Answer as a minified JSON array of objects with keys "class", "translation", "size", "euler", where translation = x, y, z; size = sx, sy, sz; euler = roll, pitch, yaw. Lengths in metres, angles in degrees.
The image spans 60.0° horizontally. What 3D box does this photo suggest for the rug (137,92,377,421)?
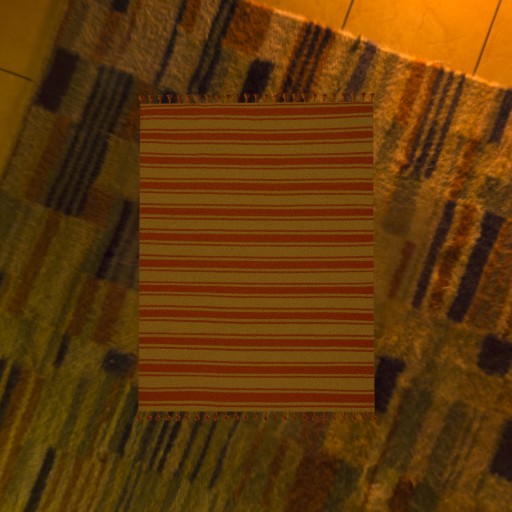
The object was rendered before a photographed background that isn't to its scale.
[{"class":"rug","translation":[0.000,0.000,4.560],"size":[2.451,0.035,3.369],"euler":[0,89,1]}]
